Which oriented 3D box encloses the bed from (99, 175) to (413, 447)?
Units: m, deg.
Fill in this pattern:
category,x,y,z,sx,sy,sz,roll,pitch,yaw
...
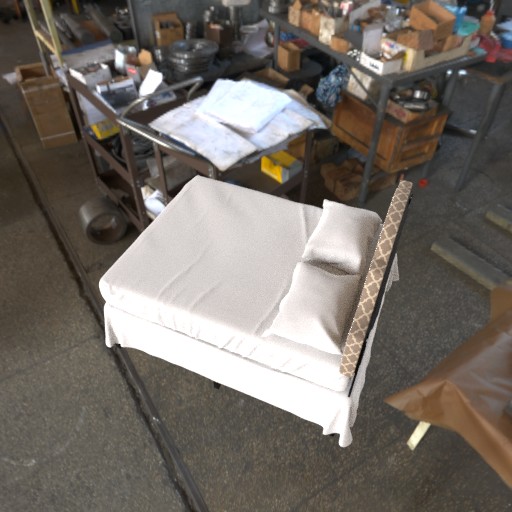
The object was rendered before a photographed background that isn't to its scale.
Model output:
category,x,y,z,sx,sy,sz,roll,pitch,yaw
bed,0.000,0.000,3.521,2.222,1.633,1.780,17,48,16
